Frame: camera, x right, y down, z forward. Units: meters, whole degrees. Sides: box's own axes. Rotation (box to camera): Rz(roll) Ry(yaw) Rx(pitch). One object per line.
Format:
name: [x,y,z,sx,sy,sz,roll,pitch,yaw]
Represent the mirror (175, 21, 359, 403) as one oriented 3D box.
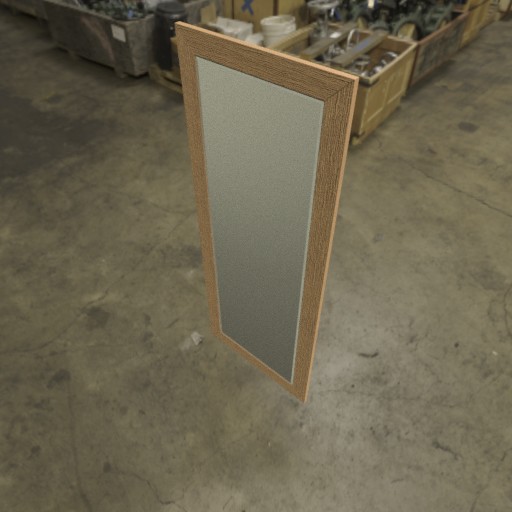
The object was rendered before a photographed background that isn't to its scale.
mirror: [0.000,0.000,2.248,0.812,2.031,0.026,31,52,28]
